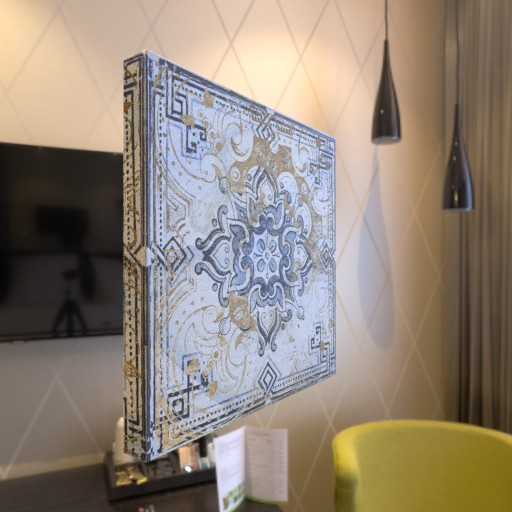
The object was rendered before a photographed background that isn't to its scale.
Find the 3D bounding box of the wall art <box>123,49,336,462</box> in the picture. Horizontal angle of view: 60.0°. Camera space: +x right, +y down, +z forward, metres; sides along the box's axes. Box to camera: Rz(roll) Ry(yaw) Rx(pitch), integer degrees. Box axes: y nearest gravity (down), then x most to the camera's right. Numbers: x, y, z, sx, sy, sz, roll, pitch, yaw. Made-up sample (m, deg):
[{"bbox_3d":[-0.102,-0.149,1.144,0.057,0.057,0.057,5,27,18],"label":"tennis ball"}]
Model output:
[{"bbox_3d":[0.000,0.000,0.614,0.038,0.410,0.411,0,0,37],"label":"wall art"}]
